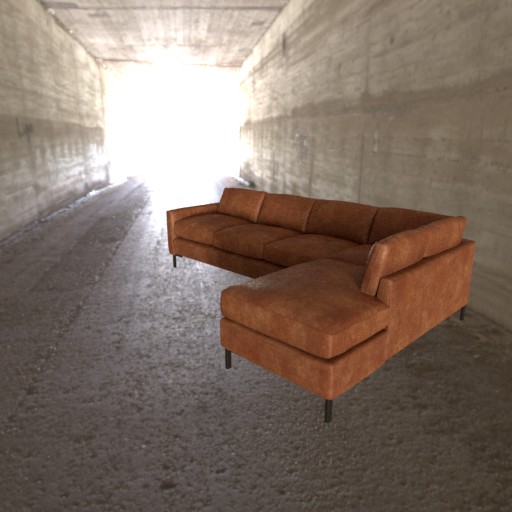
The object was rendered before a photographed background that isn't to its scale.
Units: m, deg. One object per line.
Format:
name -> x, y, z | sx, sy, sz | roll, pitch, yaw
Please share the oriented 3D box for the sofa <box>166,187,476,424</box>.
sofa -> 0.000, 0.000, 3.826 | 1.938, 0.877, 2.984 | -15, 22, -43
